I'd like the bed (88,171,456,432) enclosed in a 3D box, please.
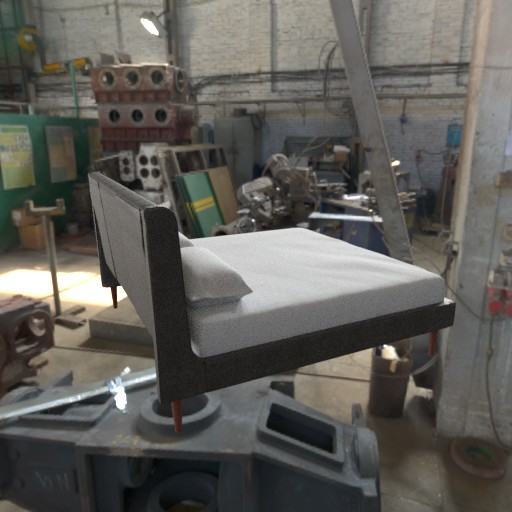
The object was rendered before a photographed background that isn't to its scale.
[{"bbox_3d":[0.000,0.000,3.258,2.031,1.158,1.903,-8,18,-26],"label":"bed"}]
